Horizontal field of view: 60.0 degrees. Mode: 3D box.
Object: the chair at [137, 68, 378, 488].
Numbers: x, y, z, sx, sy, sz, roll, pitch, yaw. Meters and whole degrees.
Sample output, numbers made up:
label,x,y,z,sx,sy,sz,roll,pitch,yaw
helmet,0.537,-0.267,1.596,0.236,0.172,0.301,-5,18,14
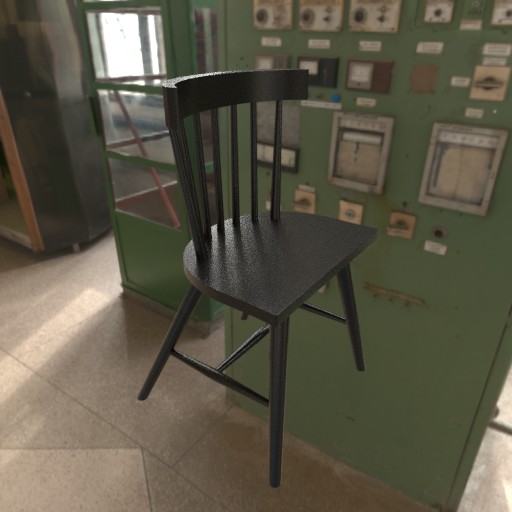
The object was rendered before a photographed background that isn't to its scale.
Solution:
label,x,y,z,sx,sy,sz,roll,pitch,yaw
chair,0.000,0.000,1.122,0.483,0.844,0.506,18,33,31
